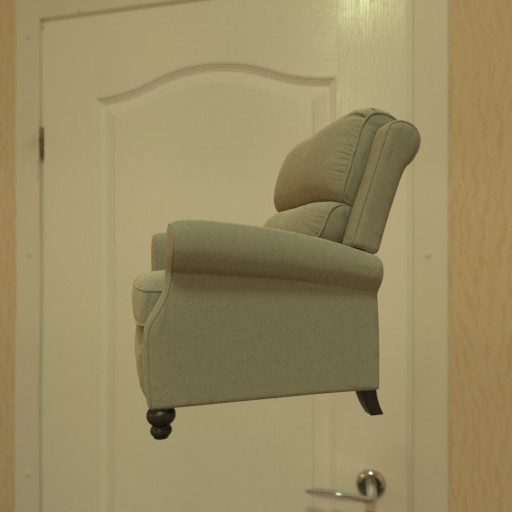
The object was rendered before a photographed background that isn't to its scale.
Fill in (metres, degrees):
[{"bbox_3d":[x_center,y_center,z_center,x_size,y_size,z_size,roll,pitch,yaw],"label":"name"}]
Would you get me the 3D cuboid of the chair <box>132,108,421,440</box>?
[{"bbox_3d":[0.000,0.000,1.715,0.919,1.046,0.859,0,0,-17],"label":"chair"}]
